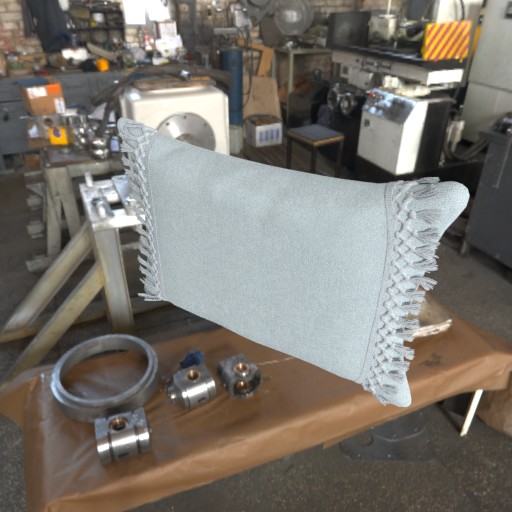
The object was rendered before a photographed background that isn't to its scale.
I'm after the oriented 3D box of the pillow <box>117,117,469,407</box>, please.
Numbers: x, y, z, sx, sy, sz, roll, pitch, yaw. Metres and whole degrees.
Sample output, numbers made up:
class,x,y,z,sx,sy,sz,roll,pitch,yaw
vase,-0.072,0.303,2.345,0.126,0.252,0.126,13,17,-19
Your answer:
class,x,y,z,sx,sy,sz,roll,pitch,yaw
pillow,0.000,0.000,0.587,0.466,0.305,0.084,19,36,28
